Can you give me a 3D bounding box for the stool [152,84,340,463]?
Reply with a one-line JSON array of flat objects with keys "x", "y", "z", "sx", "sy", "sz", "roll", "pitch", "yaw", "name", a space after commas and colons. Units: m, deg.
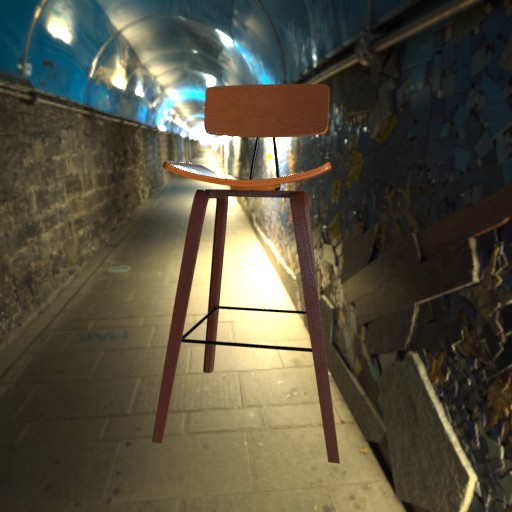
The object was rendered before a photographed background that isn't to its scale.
[{"x": 0.000, "y": 0.000, "z": 1.267, "sx": 0.509, "sy": 0.969, "sz": 0.440, "roll": 2, "pitch": 15, "yaw": 9, "name": "stool"}]
